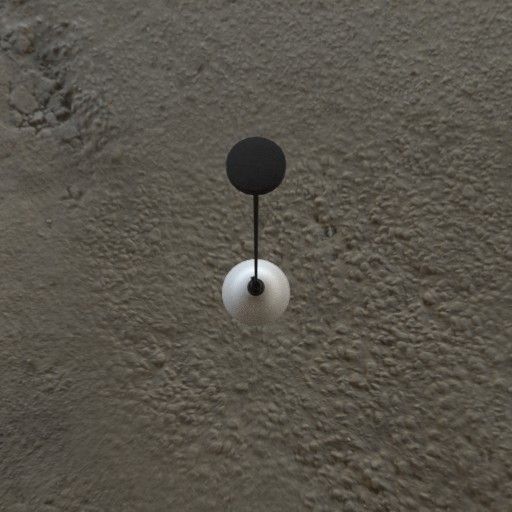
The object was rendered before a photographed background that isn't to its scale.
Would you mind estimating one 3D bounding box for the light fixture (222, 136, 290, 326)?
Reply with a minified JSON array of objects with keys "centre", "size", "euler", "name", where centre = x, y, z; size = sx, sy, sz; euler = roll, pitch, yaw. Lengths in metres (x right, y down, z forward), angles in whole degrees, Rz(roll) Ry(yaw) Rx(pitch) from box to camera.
[{"centre":[0.000,0.000,1.470],"size":[0.324,1.337,0.324],"euler":[-33,77,-8],"name":"light fixture"}]
